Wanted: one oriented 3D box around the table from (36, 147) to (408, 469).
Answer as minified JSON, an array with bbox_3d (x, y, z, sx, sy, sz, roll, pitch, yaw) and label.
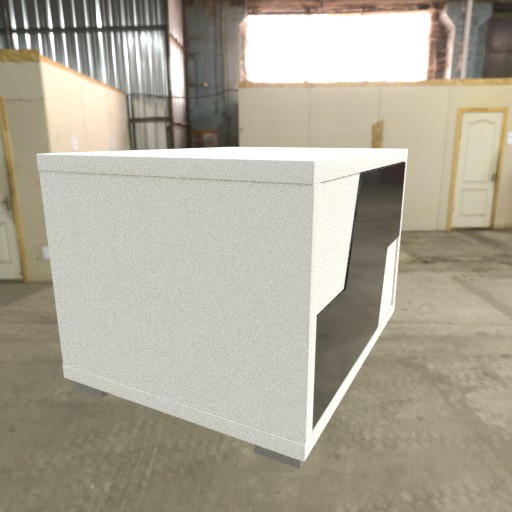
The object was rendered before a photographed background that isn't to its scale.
[{"bbox_3d":[0.000,0.000,0.775,0.399,0.357,0.517,8,17,27],"label":"table"}]
